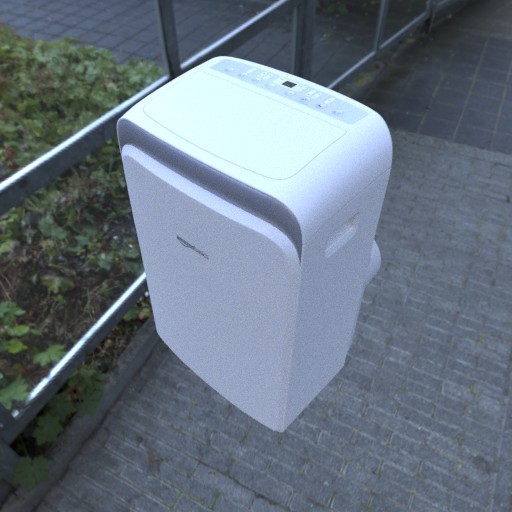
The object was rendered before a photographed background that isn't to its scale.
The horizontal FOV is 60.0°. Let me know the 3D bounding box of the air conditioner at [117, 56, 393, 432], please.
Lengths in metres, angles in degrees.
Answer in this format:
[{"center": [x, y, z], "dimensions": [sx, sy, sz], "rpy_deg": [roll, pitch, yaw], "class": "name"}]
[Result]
[{"center": [0.000, 0.000, 0.950], "dimensions": [0.454, 0.700, 0.365], "rpy_deg": [32, 54, 26], "class": "air conditioner"}]
